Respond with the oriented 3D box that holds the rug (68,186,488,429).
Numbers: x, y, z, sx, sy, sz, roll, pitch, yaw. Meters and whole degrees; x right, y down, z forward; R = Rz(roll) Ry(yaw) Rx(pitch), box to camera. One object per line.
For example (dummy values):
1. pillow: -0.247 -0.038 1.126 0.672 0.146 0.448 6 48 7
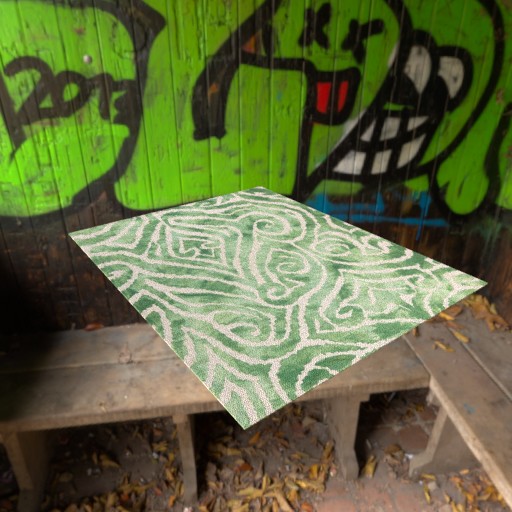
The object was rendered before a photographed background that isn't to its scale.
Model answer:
1. rug: 0.000 0.000 4.033 2.436 0.007 3.045 -19 33 -32
